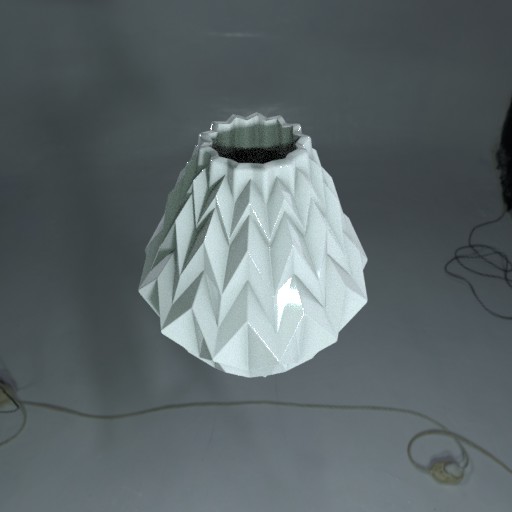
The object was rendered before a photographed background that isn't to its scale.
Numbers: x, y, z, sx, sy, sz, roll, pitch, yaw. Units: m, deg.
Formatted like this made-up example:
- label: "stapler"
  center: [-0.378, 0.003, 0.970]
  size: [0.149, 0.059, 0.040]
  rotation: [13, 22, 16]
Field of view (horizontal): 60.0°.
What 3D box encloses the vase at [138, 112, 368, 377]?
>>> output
- label: "vase"
  center: [0.000, 0.000, 0.312]
  size: [0.164, 0.185, 0.164]
  rotation: [0, 45, 0]
